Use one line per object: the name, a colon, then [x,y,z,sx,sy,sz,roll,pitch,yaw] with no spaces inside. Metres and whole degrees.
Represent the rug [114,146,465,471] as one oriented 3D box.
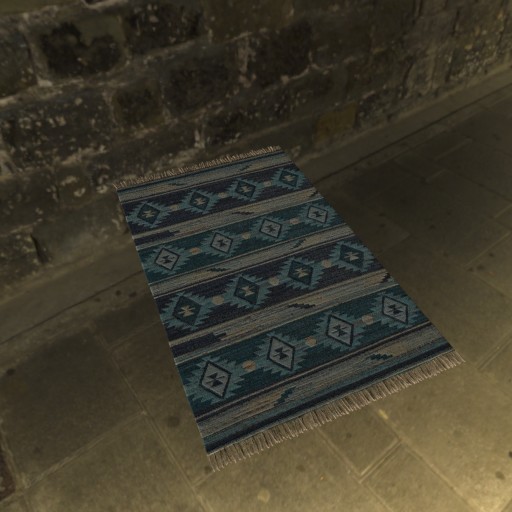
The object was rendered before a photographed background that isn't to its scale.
rug: [0.000,0.000,2.408,1.181,0.028,1.936,-17,48,-16]
